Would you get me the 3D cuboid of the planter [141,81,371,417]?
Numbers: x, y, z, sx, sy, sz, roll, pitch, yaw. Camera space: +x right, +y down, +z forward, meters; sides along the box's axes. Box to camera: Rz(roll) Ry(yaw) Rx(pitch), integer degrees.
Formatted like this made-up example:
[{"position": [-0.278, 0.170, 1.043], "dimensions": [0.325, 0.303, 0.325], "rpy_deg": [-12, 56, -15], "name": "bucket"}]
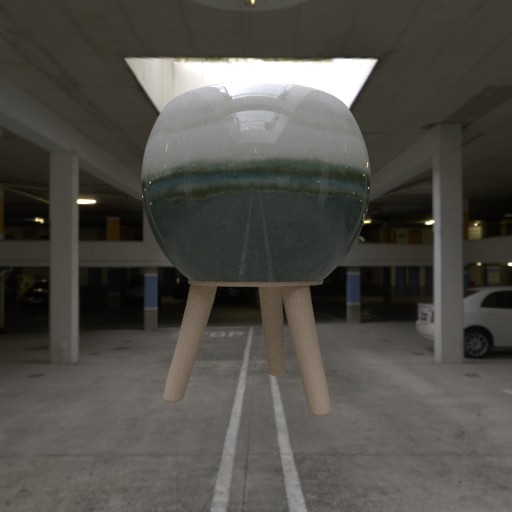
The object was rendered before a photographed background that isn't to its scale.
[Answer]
[{"position": [0.000, 0.000, 0.441], "dimensions": [0.222, 0.278, 0.222], "rpy_deg": [0, -1, 0], "name": "planter"}]
